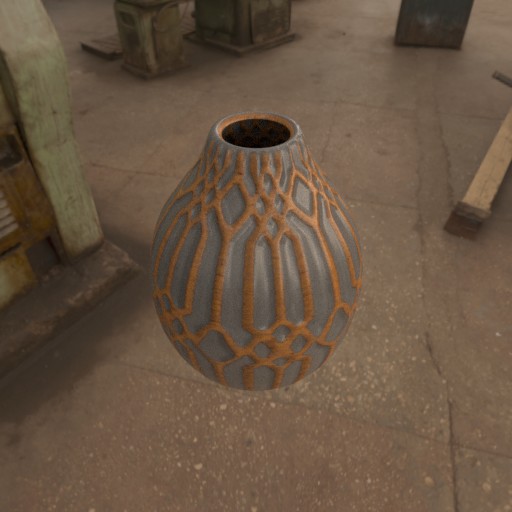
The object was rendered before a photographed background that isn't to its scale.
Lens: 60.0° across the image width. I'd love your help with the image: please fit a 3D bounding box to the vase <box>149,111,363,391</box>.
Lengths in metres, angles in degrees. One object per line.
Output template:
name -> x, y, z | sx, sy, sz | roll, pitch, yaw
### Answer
vase -> 0.000, 0.000, 0.143 | 0.069, 0.088, 0.069 | 0, 42, 0
